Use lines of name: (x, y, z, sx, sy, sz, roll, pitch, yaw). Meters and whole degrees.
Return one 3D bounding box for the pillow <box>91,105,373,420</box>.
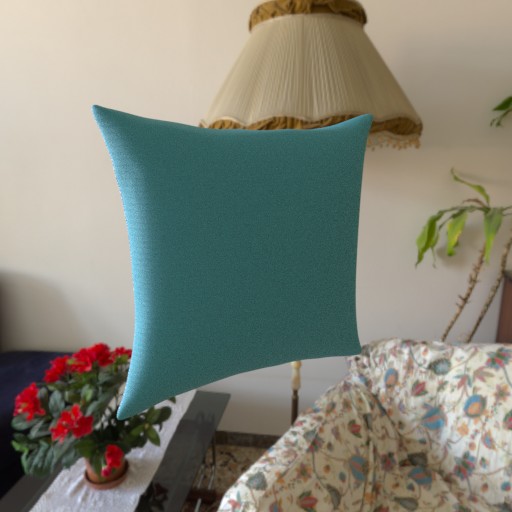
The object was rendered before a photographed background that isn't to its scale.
pillow: (0.000, 0.000, 0.785, 0.514, 0.497, 0.150, -7, 15, -27)
